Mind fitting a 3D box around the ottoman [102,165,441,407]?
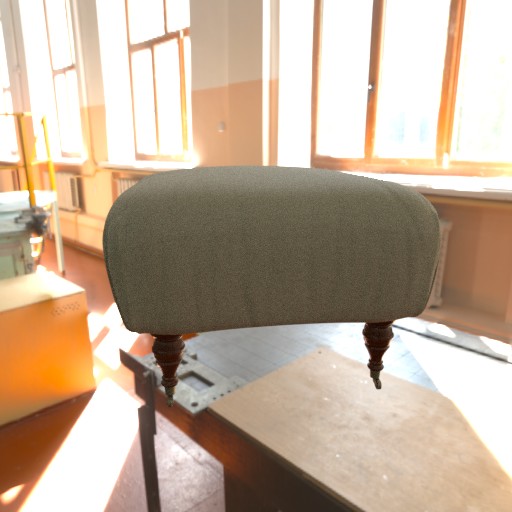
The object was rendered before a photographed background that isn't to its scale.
[{"bbox_3d":[0.000,0.000,1.139,0.639,0.450,0.746,-2,14,-8],"label":"ottoman"}]
